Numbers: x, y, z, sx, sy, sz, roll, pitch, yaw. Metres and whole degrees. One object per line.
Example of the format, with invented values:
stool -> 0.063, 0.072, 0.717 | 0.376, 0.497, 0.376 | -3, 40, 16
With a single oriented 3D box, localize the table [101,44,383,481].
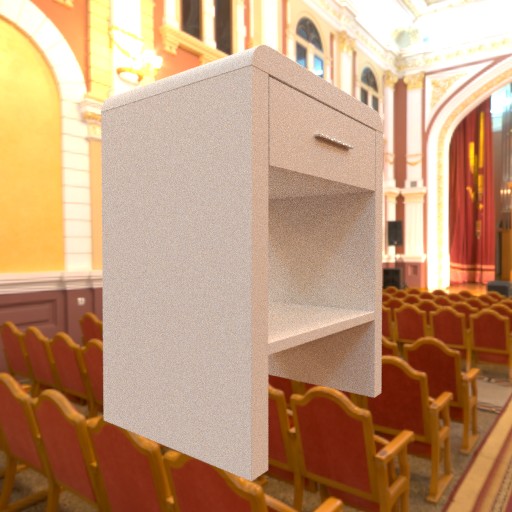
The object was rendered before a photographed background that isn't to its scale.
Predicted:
table -> 0.000, 0.000, 0.864 | 0.350, 0.590, 0.450 | 1, 2, 38
